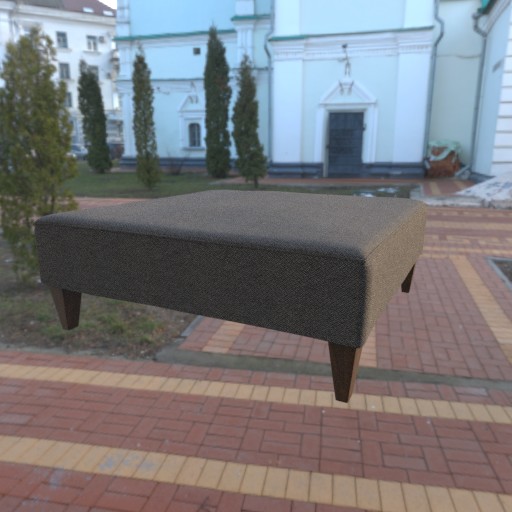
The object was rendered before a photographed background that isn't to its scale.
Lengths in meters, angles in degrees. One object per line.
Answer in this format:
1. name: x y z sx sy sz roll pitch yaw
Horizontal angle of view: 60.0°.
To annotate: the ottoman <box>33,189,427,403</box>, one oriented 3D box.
1. ottoman: 0.000 0.000 1.514 0.981 0.378 0.970 7 15 26
